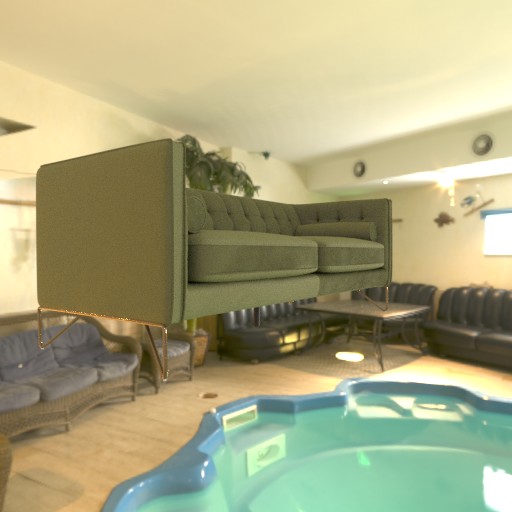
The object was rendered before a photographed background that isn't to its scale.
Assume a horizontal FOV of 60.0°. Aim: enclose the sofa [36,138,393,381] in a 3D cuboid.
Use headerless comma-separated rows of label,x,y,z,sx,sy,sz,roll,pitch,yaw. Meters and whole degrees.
sofa,0.000,0.000,2.480,0.867,0.789,2.087,0,1,36
